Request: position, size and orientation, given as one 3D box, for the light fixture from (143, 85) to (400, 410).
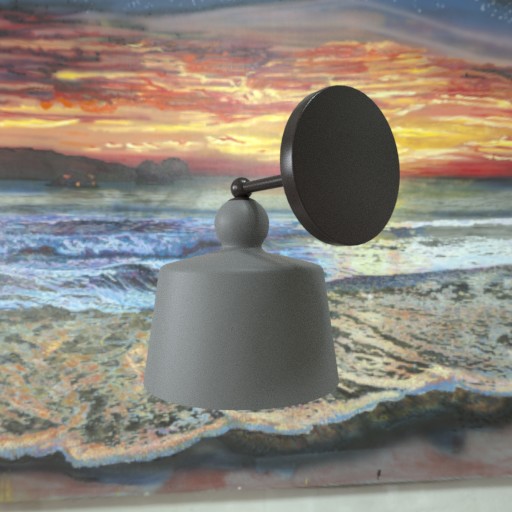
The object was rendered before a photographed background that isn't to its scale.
[{"bbox_3d":[0.000,0.000,0.452,0.204,0.268,0.254,0,1,-37],"label":"light fixture"}]
